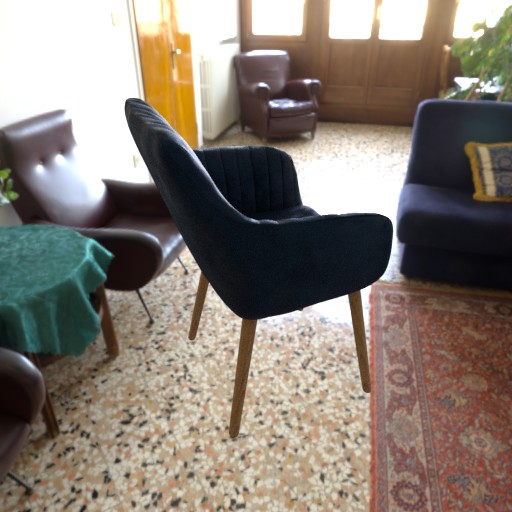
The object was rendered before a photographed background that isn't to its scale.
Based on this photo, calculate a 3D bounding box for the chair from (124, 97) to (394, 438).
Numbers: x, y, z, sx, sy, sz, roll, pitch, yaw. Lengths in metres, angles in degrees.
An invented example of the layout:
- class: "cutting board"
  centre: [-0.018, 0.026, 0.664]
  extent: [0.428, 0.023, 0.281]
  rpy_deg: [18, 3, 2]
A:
- class: "chair"
  centre: [0.000, 0.000, 1.228]
  extent: [0.573, 0.826, 0.578]
  rpy_deg: [-12, 32, -19]
